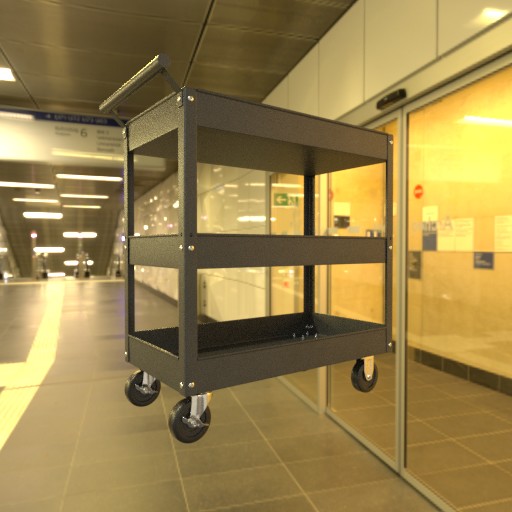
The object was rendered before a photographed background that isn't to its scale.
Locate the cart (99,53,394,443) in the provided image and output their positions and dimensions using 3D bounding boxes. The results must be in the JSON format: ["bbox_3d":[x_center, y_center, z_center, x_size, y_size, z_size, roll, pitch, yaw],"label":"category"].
[{"bbox_3d":[0.000,0.000,1.196,0.719,0.780,0.366,-1,1,-36],"label":"cart"}]
